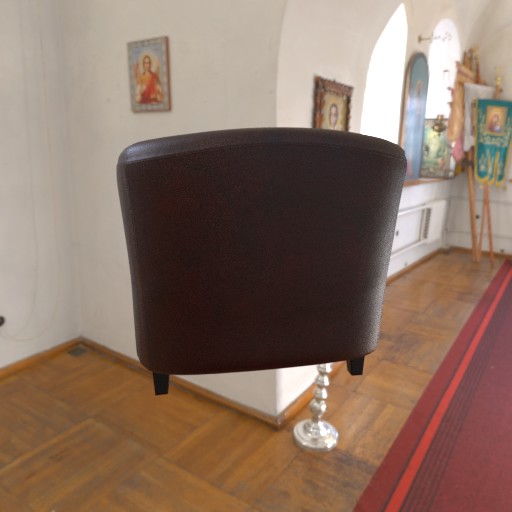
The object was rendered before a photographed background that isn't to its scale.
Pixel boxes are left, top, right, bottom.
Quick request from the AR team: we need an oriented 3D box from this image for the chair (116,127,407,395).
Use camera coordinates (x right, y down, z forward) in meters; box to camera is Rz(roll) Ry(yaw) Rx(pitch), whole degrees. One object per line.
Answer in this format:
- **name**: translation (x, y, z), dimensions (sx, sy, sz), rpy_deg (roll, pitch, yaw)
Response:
- **chair**: translation (0.000, 0.000, 1.383), dimensions (0.792, 0.756, 0.727), rpy_deg (-3, 15, -10)
